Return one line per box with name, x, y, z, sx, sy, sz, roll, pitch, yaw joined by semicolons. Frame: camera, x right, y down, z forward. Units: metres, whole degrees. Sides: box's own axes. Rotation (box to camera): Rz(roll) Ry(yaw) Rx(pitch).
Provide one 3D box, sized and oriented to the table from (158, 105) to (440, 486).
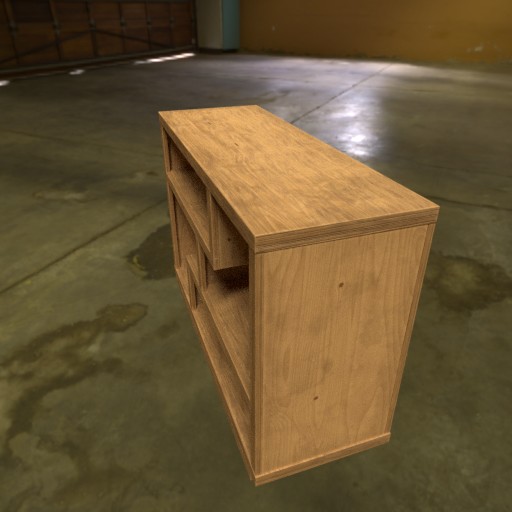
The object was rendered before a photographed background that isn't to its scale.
table;0.000;0.000;1.524;0.410;0.771;1.151;-10;31;-17
